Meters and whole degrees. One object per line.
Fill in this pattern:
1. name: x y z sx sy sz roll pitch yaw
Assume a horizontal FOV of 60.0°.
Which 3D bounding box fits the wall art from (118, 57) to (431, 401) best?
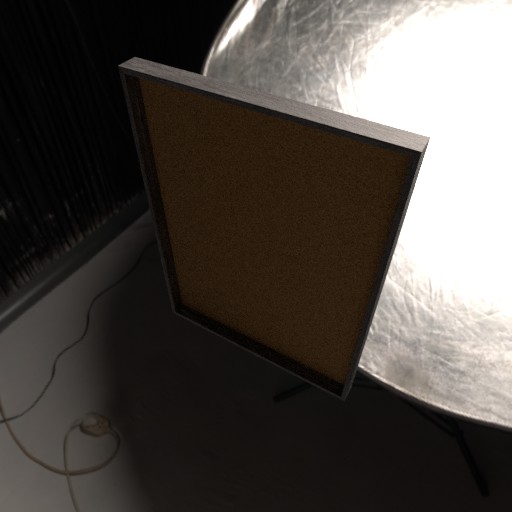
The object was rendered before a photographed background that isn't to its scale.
1. wall art: 0.000 0.000 1.352 0.762 1.016 0.063 23 50 21
